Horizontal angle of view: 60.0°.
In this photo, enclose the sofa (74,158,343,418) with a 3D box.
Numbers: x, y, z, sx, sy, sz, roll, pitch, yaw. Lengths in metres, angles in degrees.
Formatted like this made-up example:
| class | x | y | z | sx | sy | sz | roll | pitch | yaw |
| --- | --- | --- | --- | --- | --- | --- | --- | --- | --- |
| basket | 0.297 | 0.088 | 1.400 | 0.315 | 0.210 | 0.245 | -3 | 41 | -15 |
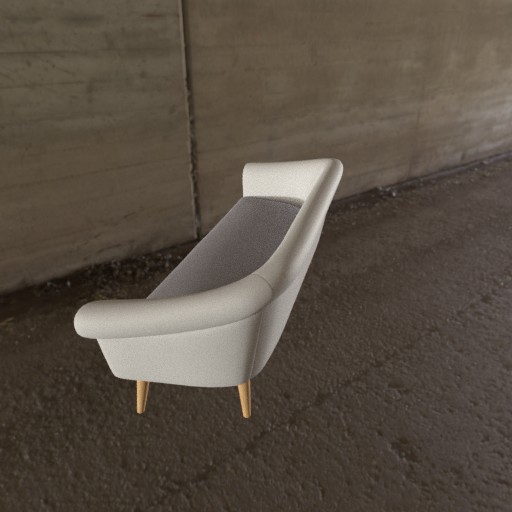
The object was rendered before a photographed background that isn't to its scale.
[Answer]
| class | x | y | z | sx | sy | sz | roll | pitch | yaw |
| --- | --- | --- | --- | --- | --- | --- | --- | --- | --- |
| sofa | 0.000 | 0.000 | 2.545 | 0.827 | 0.795 | 2.160 | 8 | 28 | 15 |
